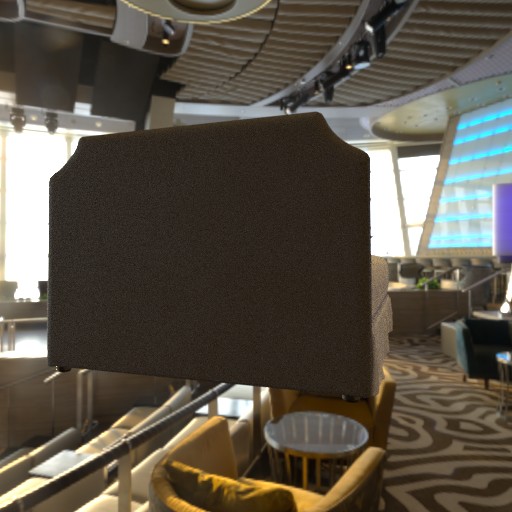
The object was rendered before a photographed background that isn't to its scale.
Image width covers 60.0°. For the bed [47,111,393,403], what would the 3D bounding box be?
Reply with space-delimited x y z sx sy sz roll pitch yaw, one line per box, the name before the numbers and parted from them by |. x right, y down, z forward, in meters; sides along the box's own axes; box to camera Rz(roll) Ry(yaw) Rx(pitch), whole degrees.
bed | 0.000 0.000 3.800 2.194 1.561 2.536 0 0 19
